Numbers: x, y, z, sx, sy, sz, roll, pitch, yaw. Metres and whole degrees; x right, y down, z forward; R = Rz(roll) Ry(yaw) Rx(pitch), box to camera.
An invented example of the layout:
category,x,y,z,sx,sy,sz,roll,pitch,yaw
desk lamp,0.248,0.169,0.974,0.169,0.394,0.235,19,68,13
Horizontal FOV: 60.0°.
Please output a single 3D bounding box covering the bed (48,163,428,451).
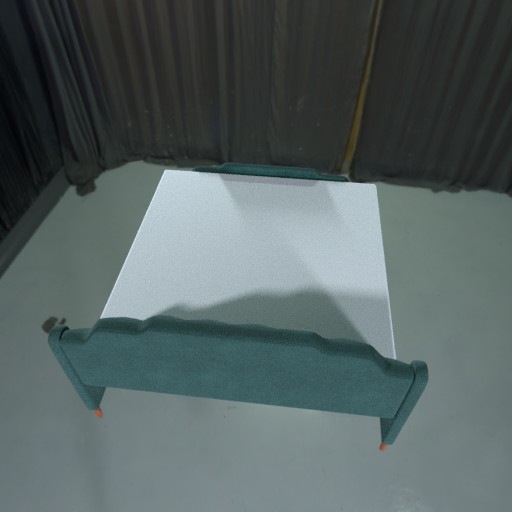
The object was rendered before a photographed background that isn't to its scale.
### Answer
category,x,y,z,sx,sy,sz,roll,pitch,yaw
bed,0.000,0.000,3.451,2.074,1.245,2.340,5,47,5
